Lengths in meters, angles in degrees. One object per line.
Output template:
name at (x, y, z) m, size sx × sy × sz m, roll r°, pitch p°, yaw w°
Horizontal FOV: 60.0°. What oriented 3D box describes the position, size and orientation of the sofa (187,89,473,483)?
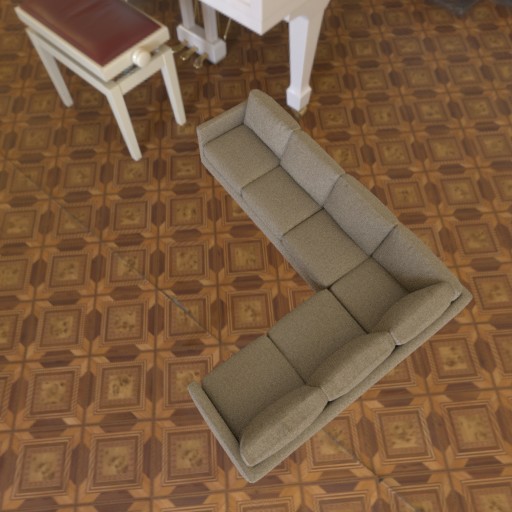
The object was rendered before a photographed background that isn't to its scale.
sofa at (0.000, 0.000, 4.510) m, size 2.593 × 0.947 × 3.302 m, roll -33°, pitch 67°, yaw -16°
